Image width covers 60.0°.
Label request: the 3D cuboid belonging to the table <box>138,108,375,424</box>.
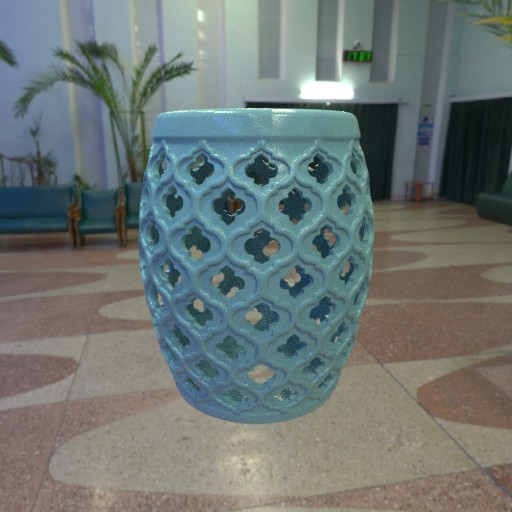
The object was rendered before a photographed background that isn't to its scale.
[{"bbox_3d":[0.000,0.000,0.636,0.325,0.388,0.325,0,15,0],"label":"table"}]
